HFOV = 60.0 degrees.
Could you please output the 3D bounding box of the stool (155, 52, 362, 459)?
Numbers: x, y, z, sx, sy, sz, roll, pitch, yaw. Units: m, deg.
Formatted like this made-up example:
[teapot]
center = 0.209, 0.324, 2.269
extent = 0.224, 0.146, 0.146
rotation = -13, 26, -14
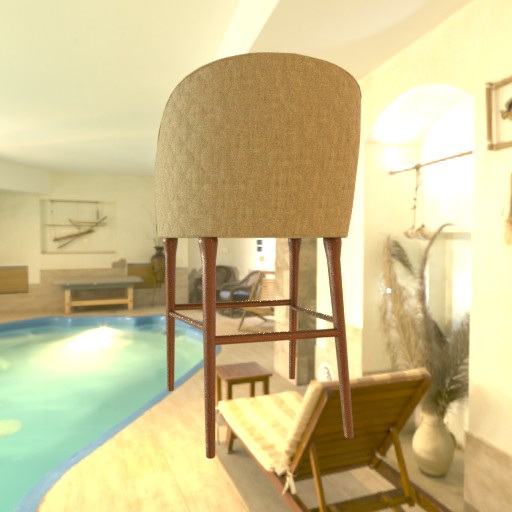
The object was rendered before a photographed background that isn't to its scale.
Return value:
[stool]
center = 0.000, 0.000, 1.334
extent = 0.559, 0.952, 0.635
rotation = -1, 2, -17
